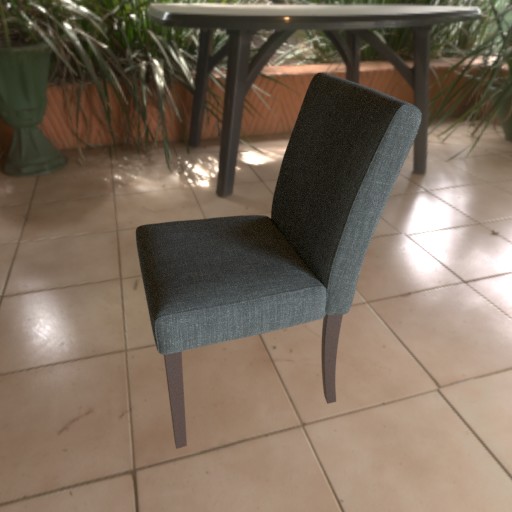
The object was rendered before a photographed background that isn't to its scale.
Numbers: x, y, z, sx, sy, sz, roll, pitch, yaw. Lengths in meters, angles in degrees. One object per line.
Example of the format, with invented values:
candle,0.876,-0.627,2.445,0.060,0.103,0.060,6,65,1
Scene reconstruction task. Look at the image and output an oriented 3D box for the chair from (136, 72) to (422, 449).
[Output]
chair,0.000,0.000,1.249,0.629,0.884,0.487,-10,33,-15
